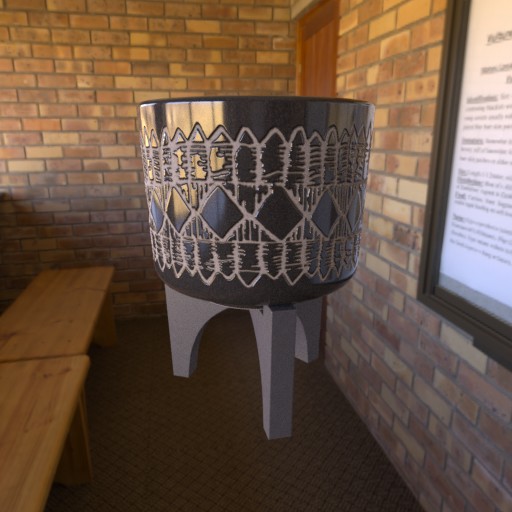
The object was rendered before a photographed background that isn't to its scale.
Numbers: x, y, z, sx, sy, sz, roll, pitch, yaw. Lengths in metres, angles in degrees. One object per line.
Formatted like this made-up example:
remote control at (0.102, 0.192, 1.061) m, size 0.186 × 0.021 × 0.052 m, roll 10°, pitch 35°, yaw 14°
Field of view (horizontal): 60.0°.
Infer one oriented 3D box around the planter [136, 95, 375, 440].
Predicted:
planter at (0.000, 0.000, 0.409) m, size 0.196 × 0.264 × 0.196 m, roll -14°, pitch 21°, yaw -41°
